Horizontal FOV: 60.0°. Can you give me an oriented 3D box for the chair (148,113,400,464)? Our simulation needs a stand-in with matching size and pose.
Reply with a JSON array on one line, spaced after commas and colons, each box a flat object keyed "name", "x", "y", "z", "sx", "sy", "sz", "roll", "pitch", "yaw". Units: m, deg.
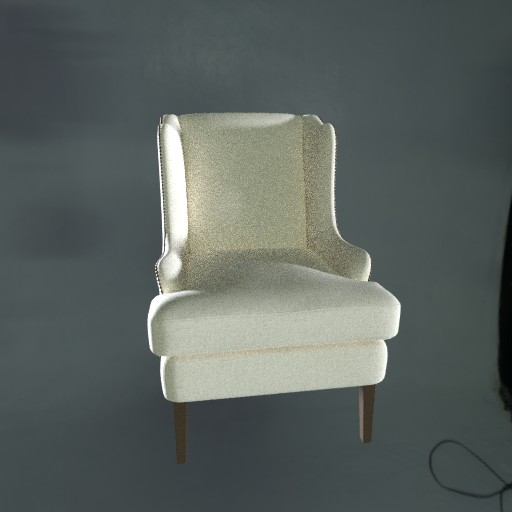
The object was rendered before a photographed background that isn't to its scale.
[{"name": "chair", "x": 0.000, "y": 0.000, "z": 1.657, "sx": 0.737, "sy": 1.029, "sz": 0.940, "roll": -3, "pitch": 17, "yaw": -8}]
